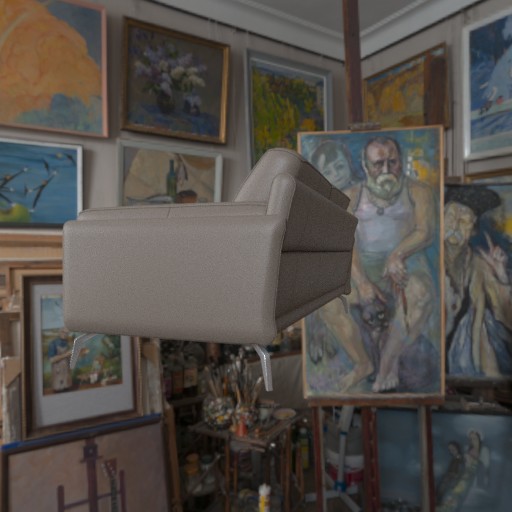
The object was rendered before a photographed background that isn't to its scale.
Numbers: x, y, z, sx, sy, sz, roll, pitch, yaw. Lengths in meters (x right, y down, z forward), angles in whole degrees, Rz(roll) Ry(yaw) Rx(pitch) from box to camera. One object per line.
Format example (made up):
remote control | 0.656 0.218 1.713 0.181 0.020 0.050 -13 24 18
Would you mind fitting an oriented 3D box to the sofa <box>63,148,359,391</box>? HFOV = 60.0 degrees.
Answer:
sofa | 0.000 0.000 2.595 1.049 0.930 2.101 0 1 19
